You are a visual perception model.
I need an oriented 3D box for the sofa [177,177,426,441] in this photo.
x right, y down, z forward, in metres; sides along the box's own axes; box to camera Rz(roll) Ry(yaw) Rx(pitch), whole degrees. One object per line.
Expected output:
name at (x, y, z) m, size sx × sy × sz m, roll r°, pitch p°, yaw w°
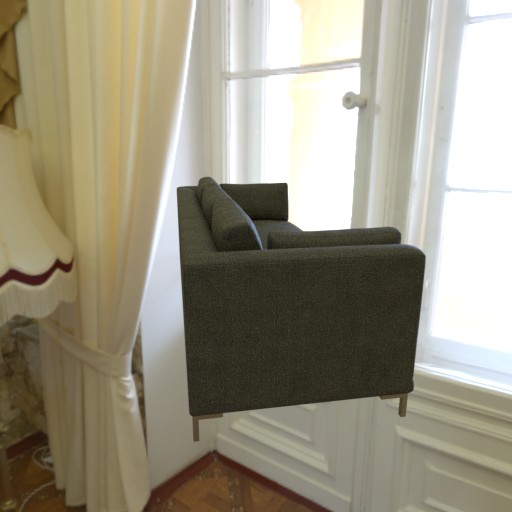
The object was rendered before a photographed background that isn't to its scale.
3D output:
sofa at (0.000, 0.000, 2.884) m, size 0.969 × 0.867 × 2.415 m, roll -3°, pitch 16°, yaw -10°
